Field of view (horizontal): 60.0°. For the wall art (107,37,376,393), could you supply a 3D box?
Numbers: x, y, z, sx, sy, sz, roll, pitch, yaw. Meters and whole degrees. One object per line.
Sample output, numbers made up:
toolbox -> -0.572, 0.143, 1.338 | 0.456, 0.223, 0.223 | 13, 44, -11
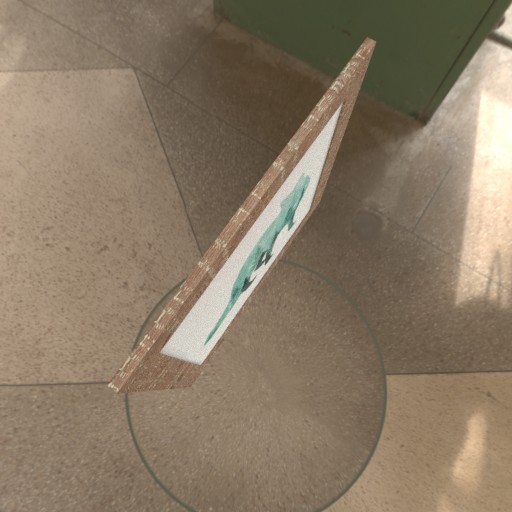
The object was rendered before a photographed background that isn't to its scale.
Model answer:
wall art -> 0.000, 0.000, 0.560 | 0.012, 0.384, 0.384 | 33, 77, 9
